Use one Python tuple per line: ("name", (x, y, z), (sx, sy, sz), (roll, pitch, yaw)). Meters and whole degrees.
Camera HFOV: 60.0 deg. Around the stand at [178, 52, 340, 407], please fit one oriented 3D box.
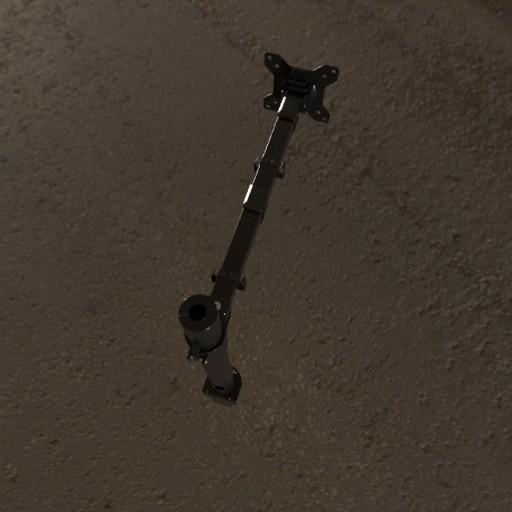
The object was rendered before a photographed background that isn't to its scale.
("stand", (0.000, 0.000, 0.750), (0.115, 0.510, 0.456), (16, 65, 7))
